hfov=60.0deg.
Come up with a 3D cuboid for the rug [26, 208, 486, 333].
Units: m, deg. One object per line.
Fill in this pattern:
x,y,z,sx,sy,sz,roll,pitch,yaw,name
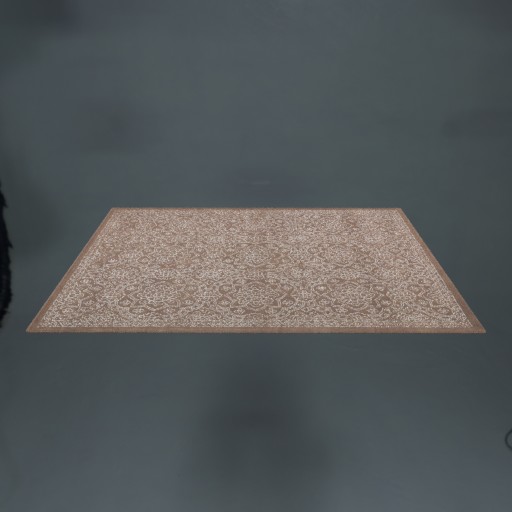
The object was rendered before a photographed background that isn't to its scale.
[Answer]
0.000,0.000,2.854,2.286,0.011,1.524,0,30,0,rug
